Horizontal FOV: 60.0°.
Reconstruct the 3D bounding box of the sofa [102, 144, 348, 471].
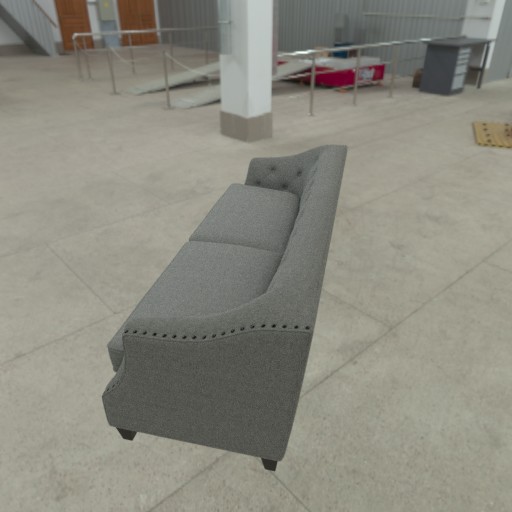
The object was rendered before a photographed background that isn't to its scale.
[{"bbox_3d":[0.000,0.000,2.721,0.914,0.901,2.235,7,31,11],"label":"sofa"}]
